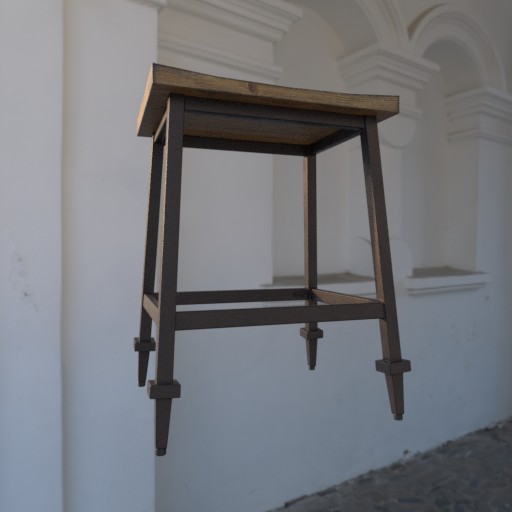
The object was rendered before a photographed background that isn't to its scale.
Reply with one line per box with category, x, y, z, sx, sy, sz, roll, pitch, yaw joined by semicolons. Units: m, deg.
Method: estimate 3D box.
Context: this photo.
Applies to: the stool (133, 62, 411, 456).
stool;0.000;0.000;0.951;0.486;0.625;0.405;0;1;-19
